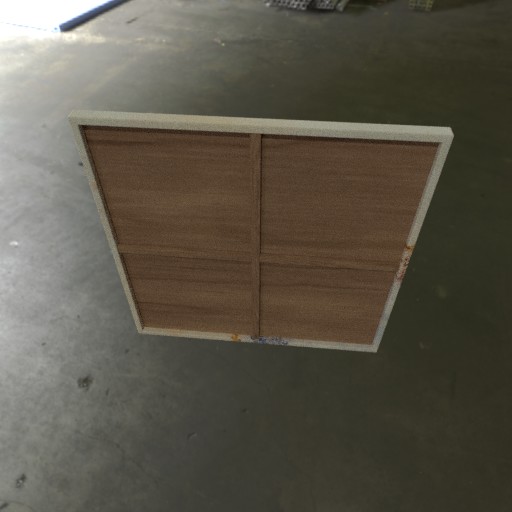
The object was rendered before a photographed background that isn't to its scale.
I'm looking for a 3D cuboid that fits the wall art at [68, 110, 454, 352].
[{"bbox_3d":[0.000,0.000,1.344,0.889,0.889,0.038,4,46,4],"label":"wall art"}]
